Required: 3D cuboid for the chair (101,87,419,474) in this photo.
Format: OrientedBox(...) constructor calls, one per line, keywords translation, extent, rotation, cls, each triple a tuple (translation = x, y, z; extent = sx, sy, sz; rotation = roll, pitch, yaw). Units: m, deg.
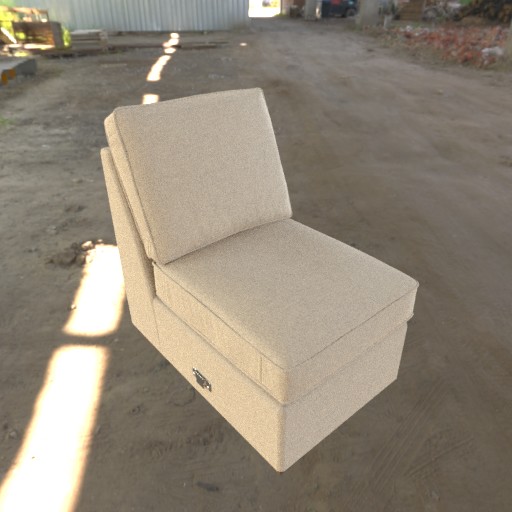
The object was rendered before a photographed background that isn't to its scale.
OrientedBox(translation=(0.000, 0.000, 1.529), extent=(0.621, 0.970, 0.938), rotation=(-23, 37, -34), cls="chair")
